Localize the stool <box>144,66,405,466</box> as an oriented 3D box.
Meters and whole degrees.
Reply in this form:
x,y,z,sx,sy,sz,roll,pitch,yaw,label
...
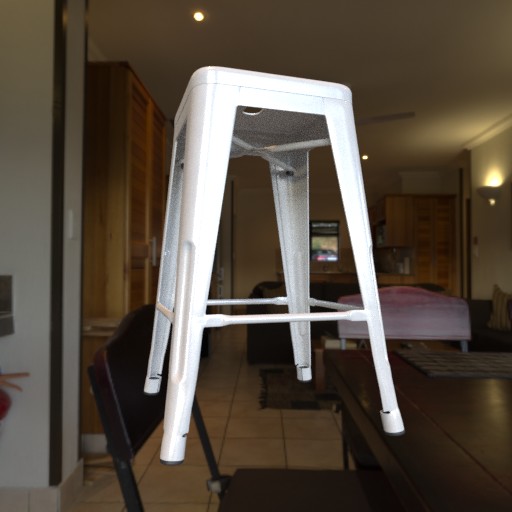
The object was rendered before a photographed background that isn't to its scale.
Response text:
x,y,z,sx,sy,sz,roll,pitch,yaw,label
0.000,0.000,0.879,0.406,0.610,0.406,1,-2,-18,stool
